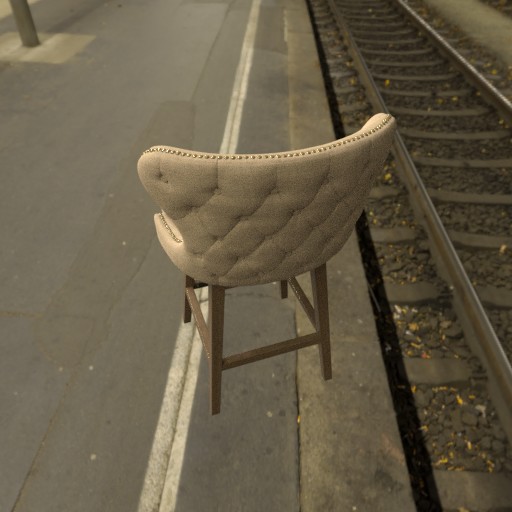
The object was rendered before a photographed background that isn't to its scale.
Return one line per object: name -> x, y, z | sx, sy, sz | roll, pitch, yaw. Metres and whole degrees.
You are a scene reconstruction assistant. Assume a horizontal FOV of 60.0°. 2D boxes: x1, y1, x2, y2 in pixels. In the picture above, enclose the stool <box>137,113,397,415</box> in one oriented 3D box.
stool -> 0.000, 0.000, 1.374 | 0.615, 0.972, 0.597 | -12, 41, -14
